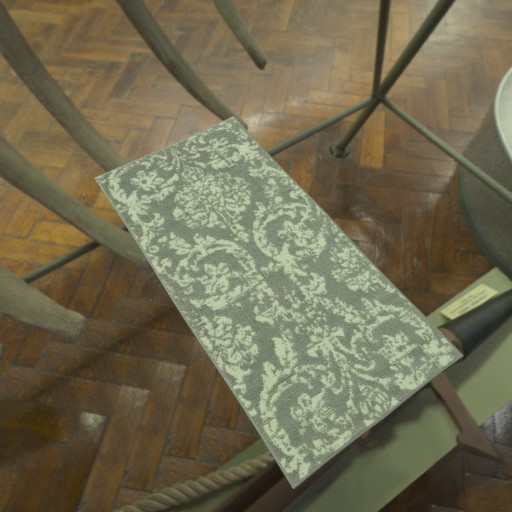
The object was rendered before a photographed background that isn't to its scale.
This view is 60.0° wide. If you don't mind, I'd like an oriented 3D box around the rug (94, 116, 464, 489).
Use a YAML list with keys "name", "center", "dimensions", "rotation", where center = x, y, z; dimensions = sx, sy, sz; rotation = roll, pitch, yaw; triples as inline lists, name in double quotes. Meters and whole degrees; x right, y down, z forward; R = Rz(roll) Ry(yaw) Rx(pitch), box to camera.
- name: "rug"
  center: [0.000, 0.000, 1.439]
  dimensions: [0.604, 0.007, 1.219]
  rotation: [-30, 62, -17]
